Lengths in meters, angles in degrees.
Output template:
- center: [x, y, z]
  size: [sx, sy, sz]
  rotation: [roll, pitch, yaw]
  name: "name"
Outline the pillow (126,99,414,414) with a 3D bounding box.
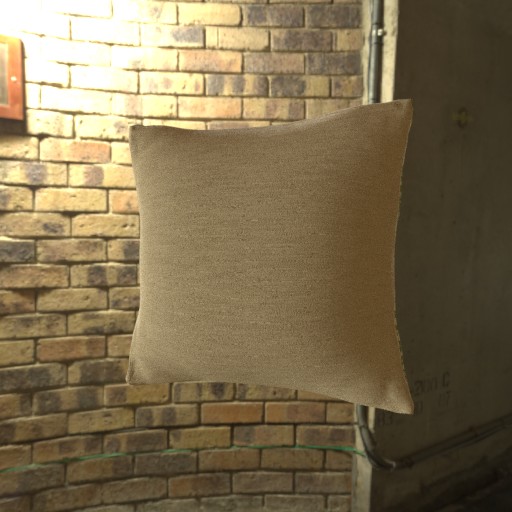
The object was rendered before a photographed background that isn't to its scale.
- center: [0.000, 0.000, 0.651]
  size: [0.440, 0.419, 0.162]
  rotation: [0, 1, 18]
  name: "pillow"
